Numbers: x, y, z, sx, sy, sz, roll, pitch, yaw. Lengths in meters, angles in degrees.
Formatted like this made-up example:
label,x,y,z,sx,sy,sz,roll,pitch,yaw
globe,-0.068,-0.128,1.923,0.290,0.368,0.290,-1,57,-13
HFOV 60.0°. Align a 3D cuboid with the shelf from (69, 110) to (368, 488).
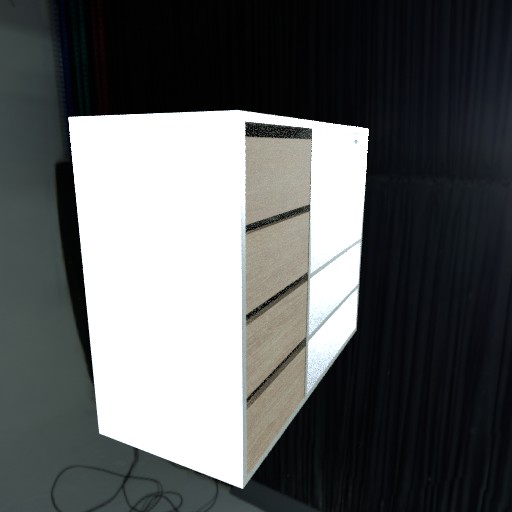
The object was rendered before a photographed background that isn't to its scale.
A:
label,x,y,z,sx,sy,sz,roll,pitch,yaw
shelf,0.000,0.000,1.286,0.396,0.732,0.895,7,16,26
